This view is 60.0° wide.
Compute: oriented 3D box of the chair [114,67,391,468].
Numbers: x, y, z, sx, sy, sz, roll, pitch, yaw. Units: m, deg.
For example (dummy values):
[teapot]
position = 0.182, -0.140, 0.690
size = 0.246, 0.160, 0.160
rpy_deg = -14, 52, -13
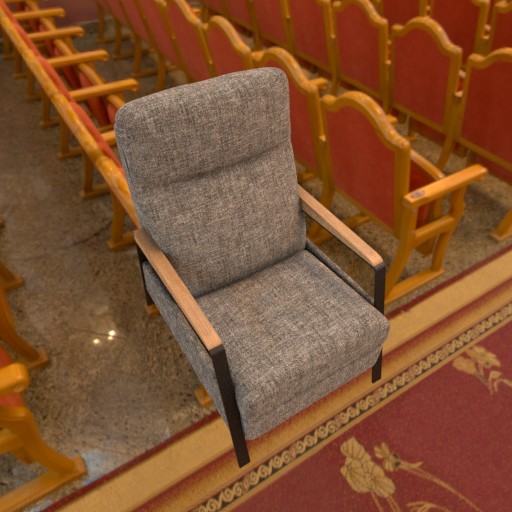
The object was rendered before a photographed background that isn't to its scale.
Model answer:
[chair]
position = 0.000, 0.000, 1.588
size = 0.671, 1.042, 0.868
rpy_deg = -24, 50, -22
